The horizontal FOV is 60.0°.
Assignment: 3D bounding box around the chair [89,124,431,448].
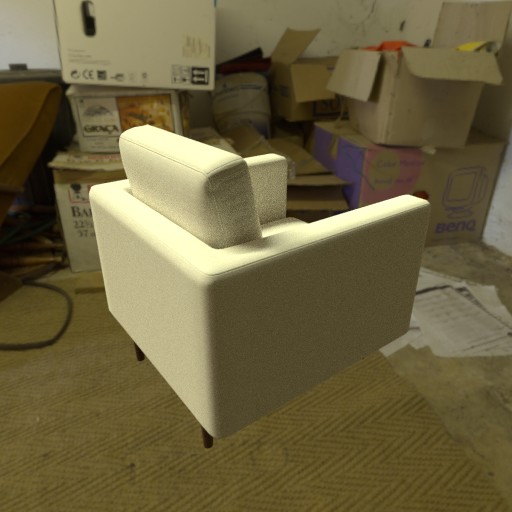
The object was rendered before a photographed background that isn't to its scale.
[{"bbox_3d":[0.000,0.000,1.589,0.879,0.899,0.831,-18,32,-32],"label":"chair"}]
